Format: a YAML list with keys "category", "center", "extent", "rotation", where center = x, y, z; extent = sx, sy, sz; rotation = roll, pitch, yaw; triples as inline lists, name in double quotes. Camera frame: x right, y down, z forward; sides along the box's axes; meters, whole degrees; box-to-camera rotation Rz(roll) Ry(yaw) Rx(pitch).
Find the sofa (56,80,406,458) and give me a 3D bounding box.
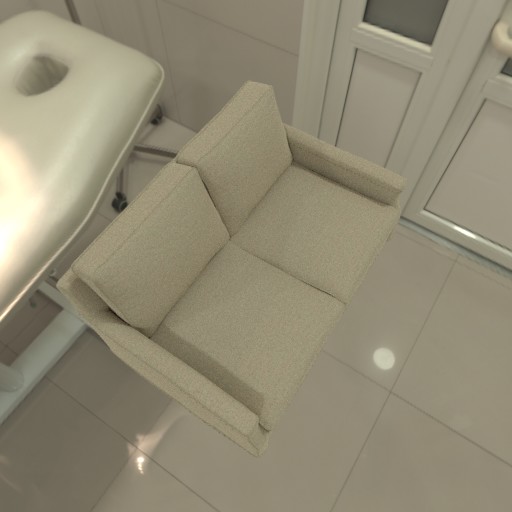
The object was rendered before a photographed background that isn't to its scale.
- category: "sofa"
  center: [0.000, 0.000, 2.343]
  extent: [1.084, 1.003, 1.597]
  rotation: [30, 65, 15]
